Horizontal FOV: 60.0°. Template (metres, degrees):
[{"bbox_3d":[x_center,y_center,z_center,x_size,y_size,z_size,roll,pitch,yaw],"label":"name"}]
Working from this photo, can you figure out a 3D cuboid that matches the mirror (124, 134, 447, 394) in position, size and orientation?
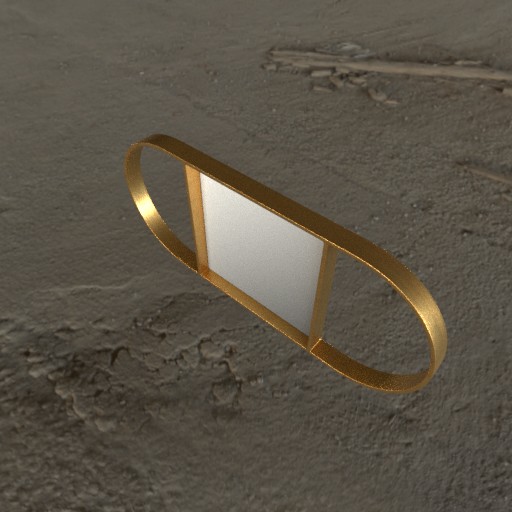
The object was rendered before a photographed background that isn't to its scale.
[{"bbox_3d":[0.000,0.000,0.672,0.584,0.254,0.032,32,55,26],"label":"mirror"}]
